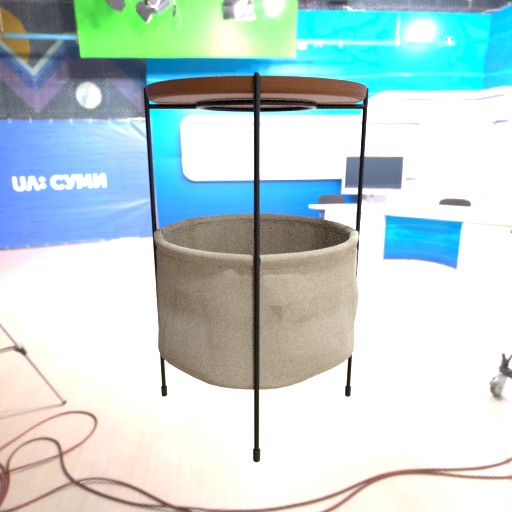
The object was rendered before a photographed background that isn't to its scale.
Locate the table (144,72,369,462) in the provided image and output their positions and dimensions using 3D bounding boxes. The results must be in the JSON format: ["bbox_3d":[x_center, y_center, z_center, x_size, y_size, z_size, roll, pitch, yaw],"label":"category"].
[{"bbox_3d":[0.000,0.000,0.874,0.393,0.623,0.393,15,21,43],"label":"table"}]
